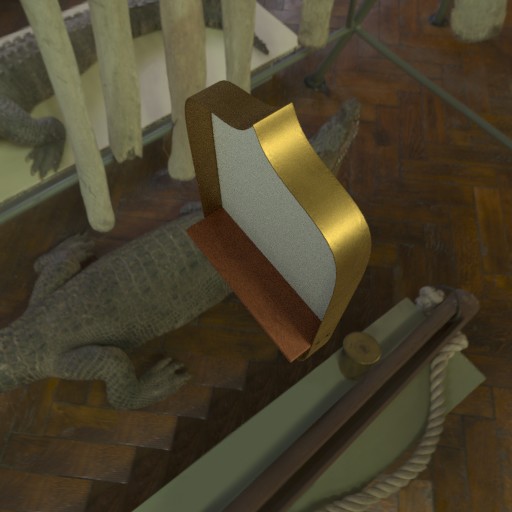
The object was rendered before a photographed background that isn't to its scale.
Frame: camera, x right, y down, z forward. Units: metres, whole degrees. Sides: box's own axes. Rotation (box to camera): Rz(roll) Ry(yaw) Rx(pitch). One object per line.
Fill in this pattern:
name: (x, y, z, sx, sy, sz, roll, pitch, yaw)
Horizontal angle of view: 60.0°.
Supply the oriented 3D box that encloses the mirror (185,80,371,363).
mirror: (0.000, 0.000, 0.730, 0.096, 0.613, 0.323, -34, 68, -16)
